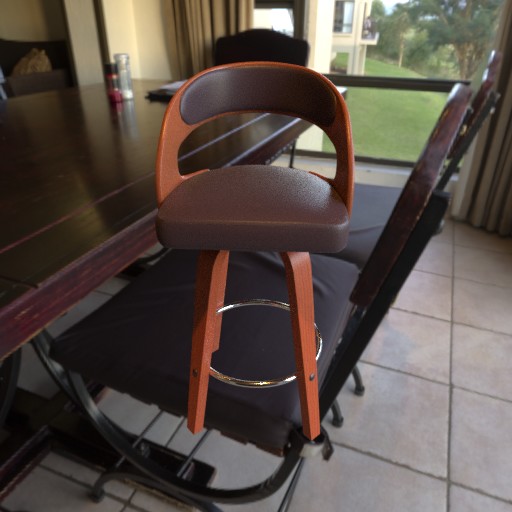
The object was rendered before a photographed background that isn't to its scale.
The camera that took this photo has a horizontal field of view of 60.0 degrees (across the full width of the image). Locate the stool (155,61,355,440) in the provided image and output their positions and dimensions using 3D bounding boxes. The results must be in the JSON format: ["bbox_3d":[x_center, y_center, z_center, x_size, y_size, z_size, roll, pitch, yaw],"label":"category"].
[{"bbox_3d":[0.000,0.000,1.217,0.457,0.940,0.457,2,29,3],"label":"stool"}]
